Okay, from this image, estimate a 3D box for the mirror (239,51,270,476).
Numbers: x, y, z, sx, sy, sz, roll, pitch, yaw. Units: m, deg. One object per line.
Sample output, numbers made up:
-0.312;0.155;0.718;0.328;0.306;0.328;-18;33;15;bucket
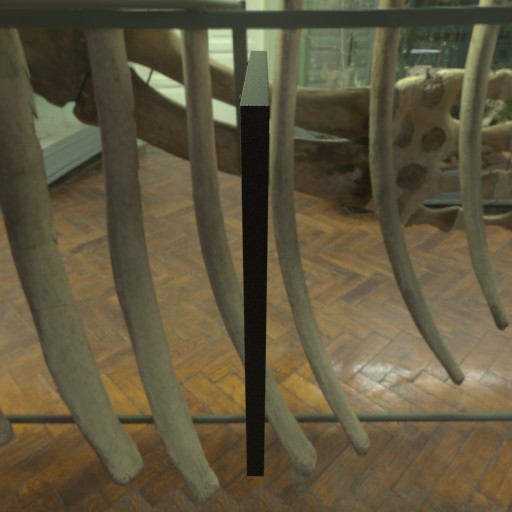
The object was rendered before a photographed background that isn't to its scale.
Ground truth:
0.000;0.000;0.907;0.039;0.710;0.507;0;31;1;mirror
